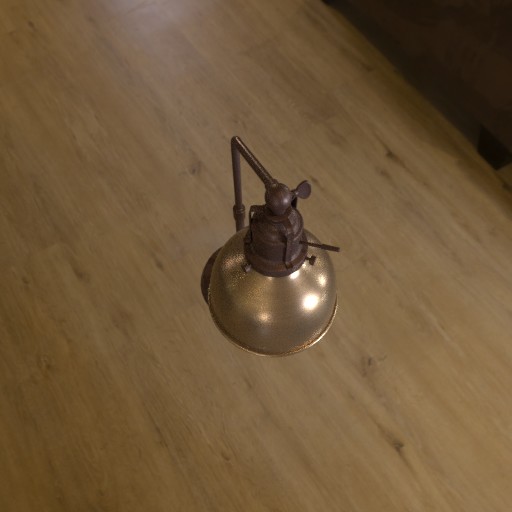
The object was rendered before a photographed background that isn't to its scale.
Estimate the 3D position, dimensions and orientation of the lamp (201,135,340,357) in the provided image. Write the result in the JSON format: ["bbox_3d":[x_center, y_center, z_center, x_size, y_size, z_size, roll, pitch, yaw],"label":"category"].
[{"bbox_3d":[0.000,0.000,0.615,0.175,0.469,0.298,-16,65,-8],"label":"lamp"}]
